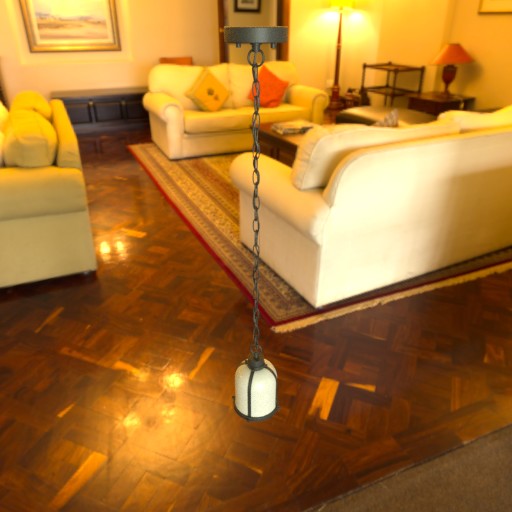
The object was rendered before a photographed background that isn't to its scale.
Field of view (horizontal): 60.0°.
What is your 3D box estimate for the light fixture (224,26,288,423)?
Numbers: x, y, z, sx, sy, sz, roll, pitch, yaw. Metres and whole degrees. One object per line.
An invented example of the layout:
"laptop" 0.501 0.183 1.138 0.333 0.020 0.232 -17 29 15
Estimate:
"light fixture" 0.000 0.000 1.285 0.178 1.181 0.178 8 29 15
